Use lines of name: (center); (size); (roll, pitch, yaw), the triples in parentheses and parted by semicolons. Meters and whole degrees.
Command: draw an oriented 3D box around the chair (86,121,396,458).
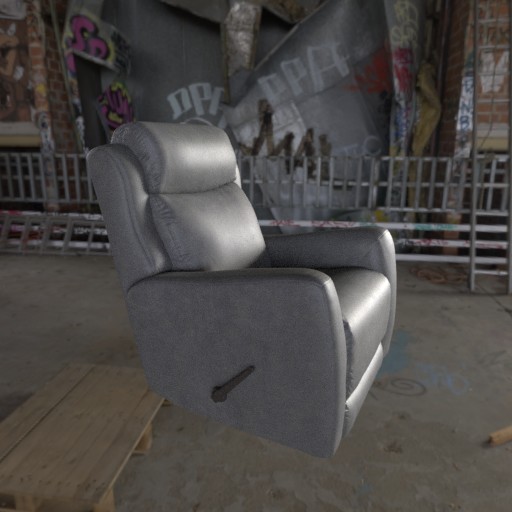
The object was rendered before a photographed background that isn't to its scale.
chair: (0.000, 0.000, 1.919); (1.068, 1.116, 0.967); (8, 16, 27)
